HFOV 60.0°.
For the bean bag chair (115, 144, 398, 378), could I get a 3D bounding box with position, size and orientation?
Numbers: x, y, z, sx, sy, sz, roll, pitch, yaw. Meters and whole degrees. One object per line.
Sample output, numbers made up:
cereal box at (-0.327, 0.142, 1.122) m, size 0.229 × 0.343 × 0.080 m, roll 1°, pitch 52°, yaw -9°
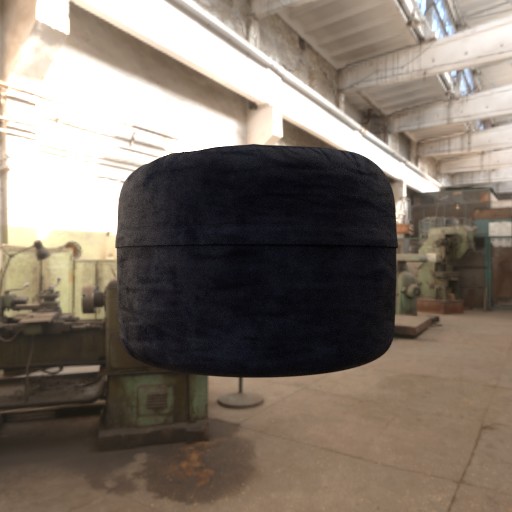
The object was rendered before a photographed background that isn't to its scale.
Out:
bean bag chair at (0.000, 0.000, 1.508) m, size 0.918 × 0.616 × 0.918 m, roll 0°, pitch 0°, yaw 0°
